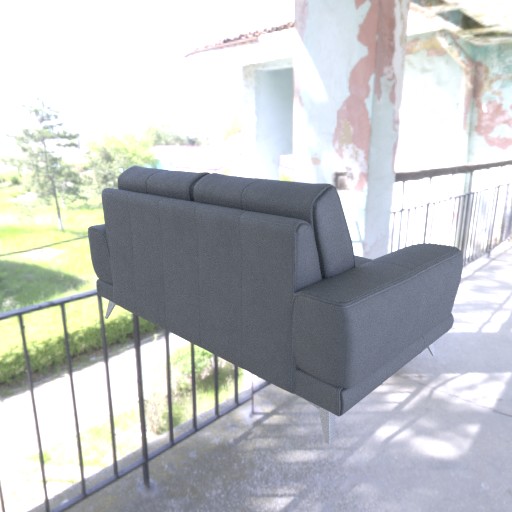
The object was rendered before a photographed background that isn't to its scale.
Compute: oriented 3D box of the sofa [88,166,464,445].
[{"bbox_3d":[0.000,0.000,2.342,1.806,0.907,1.018,14,21,42],"label":"sofa"}]
